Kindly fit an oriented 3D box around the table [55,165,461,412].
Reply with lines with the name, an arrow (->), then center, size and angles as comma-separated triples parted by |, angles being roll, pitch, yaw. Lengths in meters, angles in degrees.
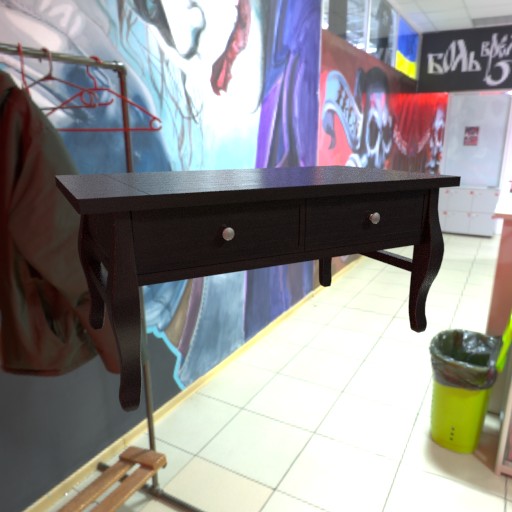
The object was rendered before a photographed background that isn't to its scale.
table -> 0.000, 0.000, 1.386 | 1.062, 0.494, 0.600 | -8, 17, -26
